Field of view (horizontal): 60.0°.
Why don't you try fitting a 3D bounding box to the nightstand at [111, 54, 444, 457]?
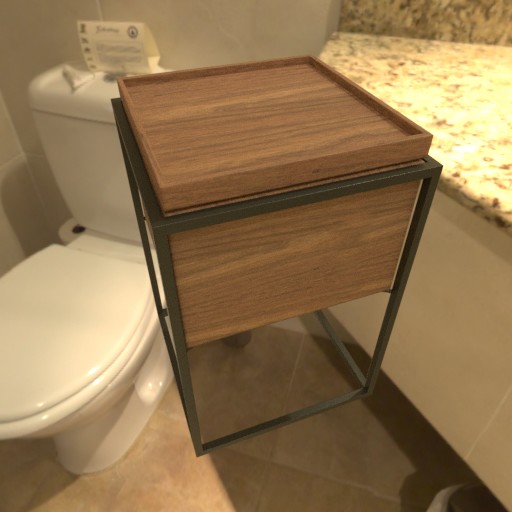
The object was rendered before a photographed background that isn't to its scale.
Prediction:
[{"bbox_3d":[0.000,0.000,0.863,0.397,0.607,0.397,-14,43,-15],"label":"nightstand"}]
